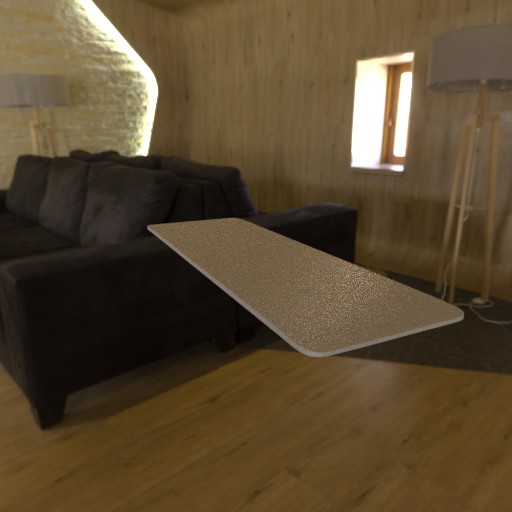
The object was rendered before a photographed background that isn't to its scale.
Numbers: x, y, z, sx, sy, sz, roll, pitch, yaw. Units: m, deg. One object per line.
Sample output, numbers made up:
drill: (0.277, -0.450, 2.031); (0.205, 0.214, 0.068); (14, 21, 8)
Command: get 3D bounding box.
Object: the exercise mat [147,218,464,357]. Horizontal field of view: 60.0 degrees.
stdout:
exercise mat: (0.000, 0.000, 2.090); (0.616, 0.021, 1.884); (-7, 17, -25)
